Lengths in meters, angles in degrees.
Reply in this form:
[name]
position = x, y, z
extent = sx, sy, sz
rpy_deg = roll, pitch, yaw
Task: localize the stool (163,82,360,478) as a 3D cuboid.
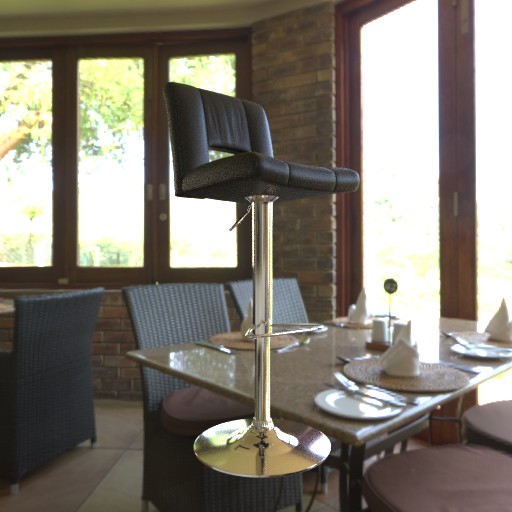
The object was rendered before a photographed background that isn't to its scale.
[stool]
position = 0.000, 0.000, 1.381
extent = 0.415, 1.151, 0.520
rpy_deg = 0, 0, -37
